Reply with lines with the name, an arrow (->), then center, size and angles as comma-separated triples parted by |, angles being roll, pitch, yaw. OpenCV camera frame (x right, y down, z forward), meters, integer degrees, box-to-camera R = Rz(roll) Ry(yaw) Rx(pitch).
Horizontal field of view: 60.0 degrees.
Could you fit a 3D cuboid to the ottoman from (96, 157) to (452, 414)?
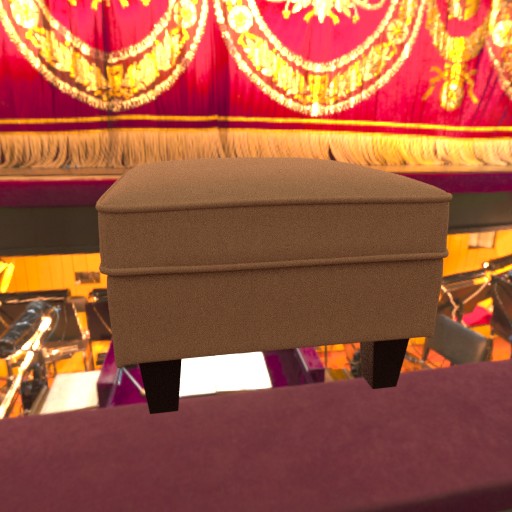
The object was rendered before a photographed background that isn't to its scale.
ottoman -> 0.000, 0.000, 1.035 | 0.616, 0.438, 0.613 | -3, 17, -10
